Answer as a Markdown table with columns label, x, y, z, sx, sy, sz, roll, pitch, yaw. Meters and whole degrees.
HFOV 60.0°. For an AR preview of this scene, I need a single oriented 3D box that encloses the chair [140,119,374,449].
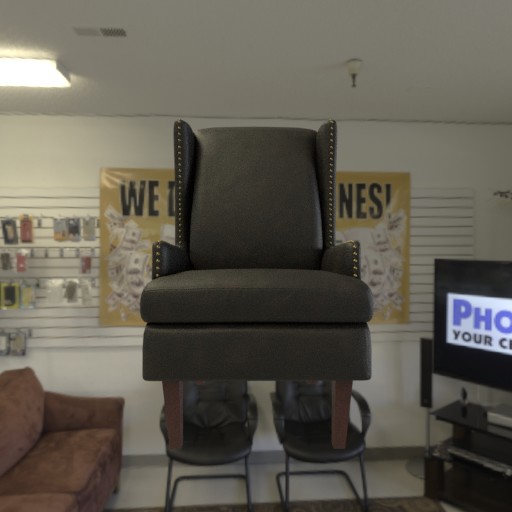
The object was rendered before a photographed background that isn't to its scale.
| label | x | y | z | sx | sy | sz | roll | pitch | yaw |
| --- | --- | --- | --- | --- | --- | --- | --- | --- | --- |
| chair | 0.000 | 0.000 | 1.665 | 0.703 | 1.142 | 0.799 | 0 | 1 | -1 |
